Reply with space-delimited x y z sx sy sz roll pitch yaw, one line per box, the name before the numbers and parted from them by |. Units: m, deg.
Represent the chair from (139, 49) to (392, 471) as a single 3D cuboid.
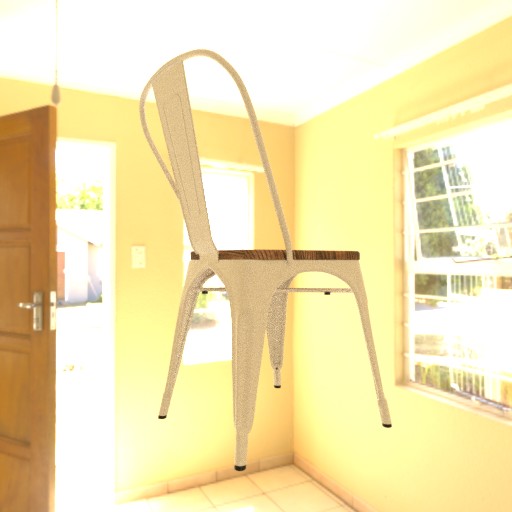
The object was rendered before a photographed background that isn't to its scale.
chair | 0.000 0.000 1.135 0.521 0.851 0.452 1 -1 -37
